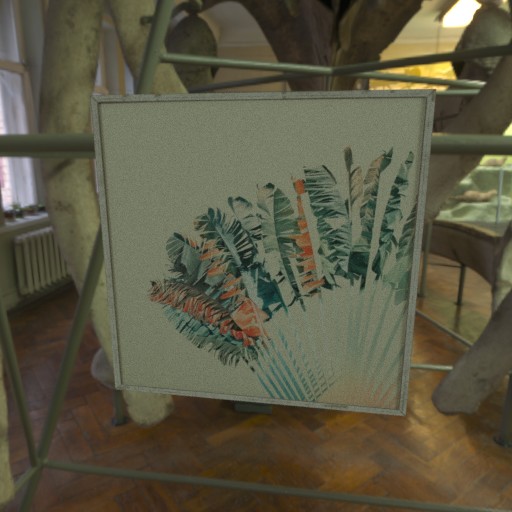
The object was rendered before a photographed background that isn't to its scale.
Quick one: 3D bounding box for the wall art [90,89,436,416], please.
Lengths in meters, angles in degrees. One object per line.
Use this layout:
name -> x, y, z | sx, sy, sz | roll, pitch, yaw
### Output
wall art -> 0.000, 0.000, 0.441 | 0.305, 0.303, 0.038 | 2, 14, 9
